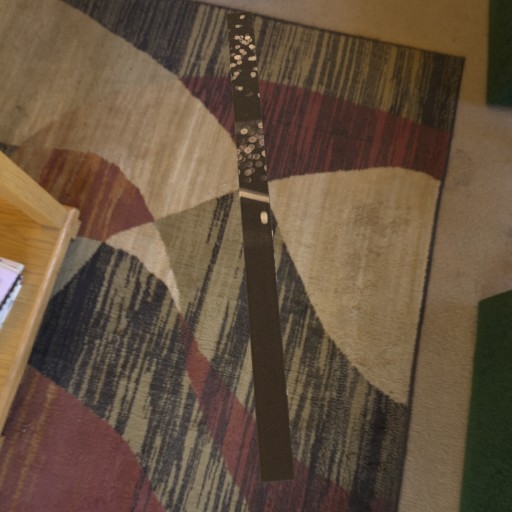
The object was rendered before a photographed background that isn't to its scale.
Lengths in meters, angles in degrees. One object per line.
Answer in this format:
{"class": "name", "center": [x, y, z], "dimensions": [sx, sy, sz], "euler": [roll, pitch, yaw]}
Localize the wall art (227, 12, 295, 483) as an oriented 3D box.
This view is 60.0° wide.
{"class": "wall art", "center": [0.000, 0.000, 0.745], "dimensions": [0.037, 0.406, 0.609], "euler": [-4, 75, -1]}
